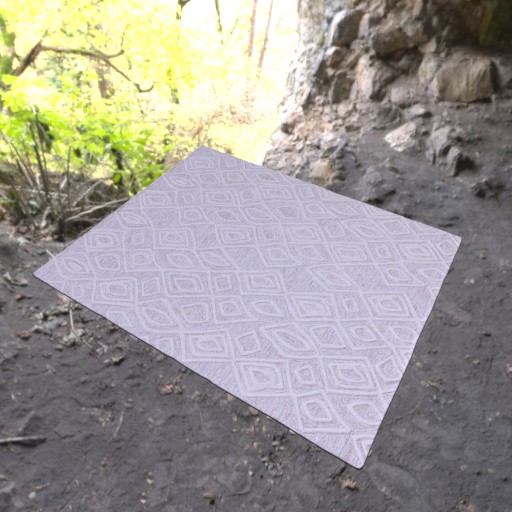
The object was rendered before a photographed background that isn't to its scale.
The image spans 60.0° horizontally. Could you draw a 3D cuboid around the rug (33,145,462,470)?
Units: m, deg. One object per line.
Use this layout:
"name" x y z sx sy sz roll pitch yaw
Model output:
"rug" 0.000 0.000 3.987 3.049 0.025 2.449 24 50 22
